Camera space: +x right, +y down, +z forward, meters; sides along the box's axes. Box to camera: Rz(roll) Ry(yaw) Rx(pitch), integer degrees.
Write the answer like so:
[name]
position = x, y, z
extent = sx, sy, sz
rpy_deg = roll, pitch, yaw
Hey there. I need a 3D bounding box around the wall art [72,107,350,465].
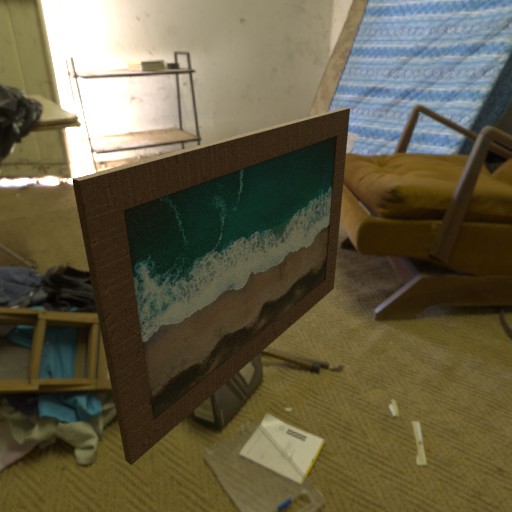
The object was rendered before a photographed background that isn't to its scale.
[wall art]
position = 0.000, 0.000, 1.141
extent = 0.019, 0.626, 0.917
rpy_deg = 18, 32, 32
